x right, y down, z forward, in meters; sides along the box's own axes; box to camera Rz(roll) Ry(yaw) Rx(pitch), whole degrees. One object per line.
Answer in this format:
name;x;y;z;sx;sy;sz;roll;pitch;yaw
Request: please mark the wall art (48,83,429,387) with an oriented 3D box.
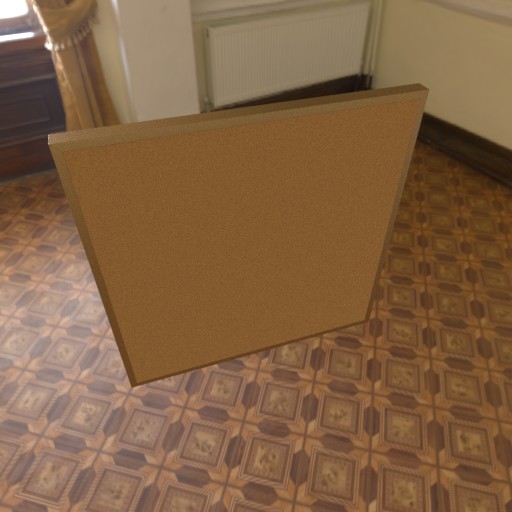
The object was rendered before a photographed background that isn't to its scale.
wall art;0.000;0.000;1.116;0.762;0.762;0.038;-13;43;-14
